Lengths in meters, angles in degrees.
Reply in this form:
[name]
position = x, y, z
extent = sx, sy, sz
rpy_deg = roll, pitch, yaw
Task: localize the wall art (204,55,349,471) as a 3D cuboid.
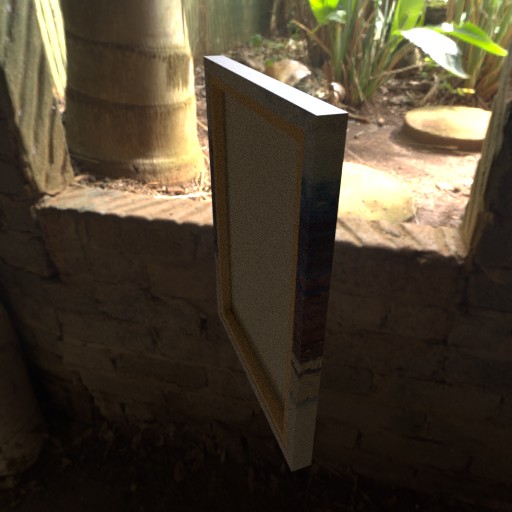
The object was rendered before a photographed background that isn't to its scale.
[wall art]
position = 0.000, 0.000, 0.763
extent = 0.036, 0.581, 0.437
rpy_deg = -11, 33, -17
